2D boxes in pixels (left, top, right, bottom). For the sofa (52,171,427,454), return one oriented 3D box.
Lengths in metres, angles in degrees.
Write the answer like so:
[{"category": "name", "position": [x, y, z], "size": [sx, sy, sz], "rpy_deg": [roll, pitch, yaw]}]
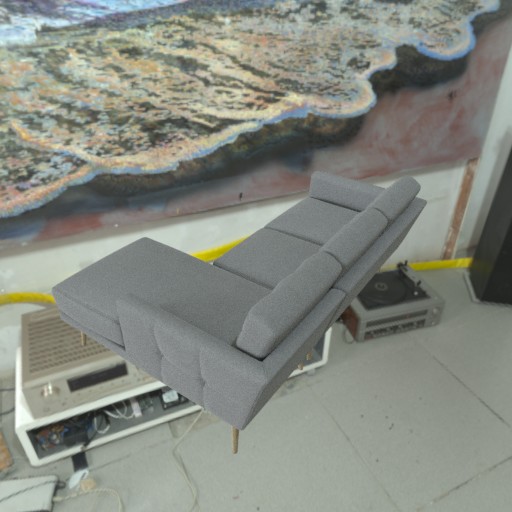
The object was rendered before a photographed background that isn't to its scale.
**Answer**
[{"category": "sofa", "position": [0.000, 0.000, 2.901], "size": [1.530, 0.860, 2.040], "rpy_deg": [22, 39, 29]}]
